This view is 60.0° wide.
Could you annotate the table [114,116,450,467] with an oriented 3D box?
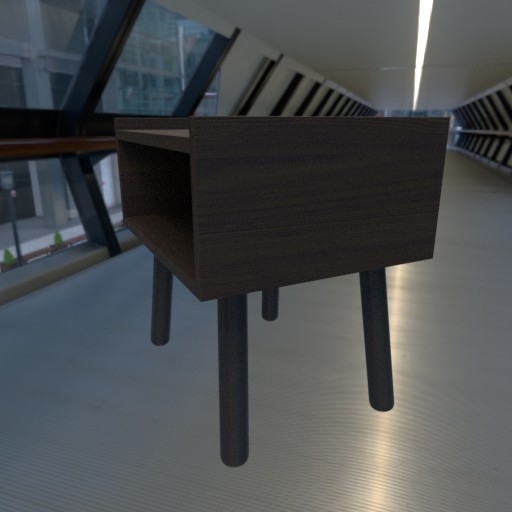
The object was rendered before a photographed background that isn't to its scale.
[{"bbox_3d":[0.000,0.000,0.789,0.370,0.470,0.450,-8,19,-26],"label":"table"}]
